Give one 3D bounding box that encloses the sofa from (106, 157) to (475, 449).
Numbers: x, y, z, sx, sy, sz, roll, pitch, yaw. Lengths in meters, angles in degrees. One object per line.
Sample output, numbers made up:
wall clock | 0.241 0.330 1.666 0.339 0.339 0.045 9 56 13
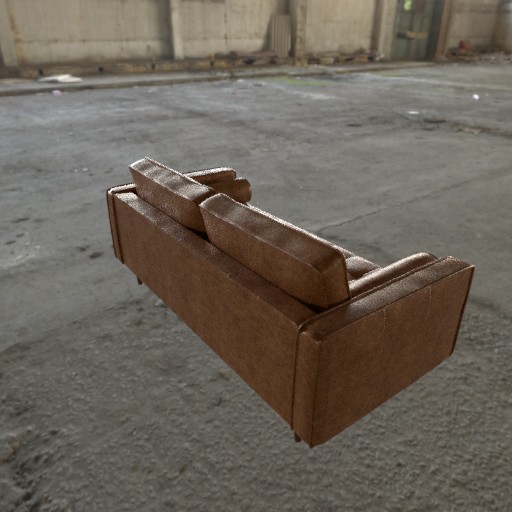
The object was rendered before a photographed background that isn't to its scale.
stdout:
sofa | 0.000 0.000 2.379 0.924 0.825 1.920 -18 32 -32
